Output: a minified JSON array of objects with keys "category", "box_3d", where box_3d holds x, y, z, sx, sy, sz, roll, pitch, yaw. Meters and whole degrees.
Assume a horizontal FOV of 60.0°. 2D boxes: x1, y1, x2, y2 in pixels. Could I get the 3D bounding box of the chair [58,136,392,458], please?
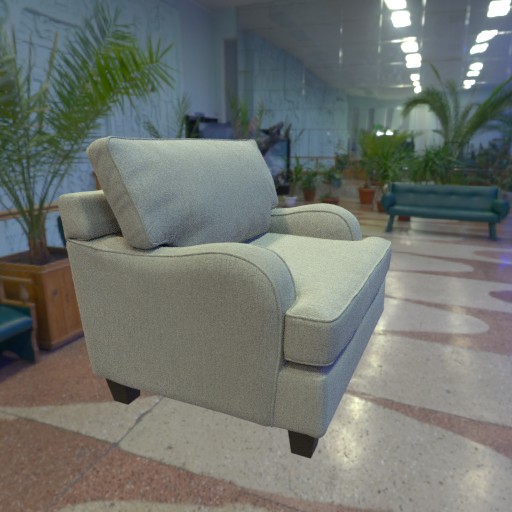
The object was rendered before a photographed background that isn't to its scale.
[{"category":"chair","box_3d":[0.000,0.000,1.968,1.041,1.016,1.220,6,16,24]}]
